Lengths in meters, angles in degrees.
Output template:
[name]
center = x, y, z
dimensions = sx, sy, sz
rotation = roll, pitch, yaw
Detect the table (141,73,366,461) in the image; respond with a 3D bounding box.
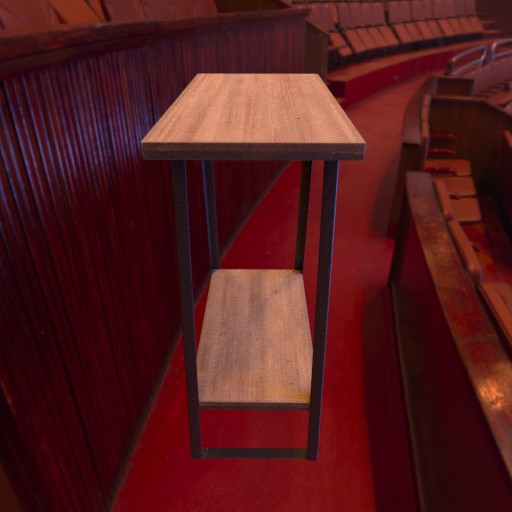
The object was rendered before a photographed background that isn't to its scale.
[table]
center = 0.000, 0.000, 1.023
dimensions = 0.300, 0.701, 0.599
rotation = 0, 30, 1
